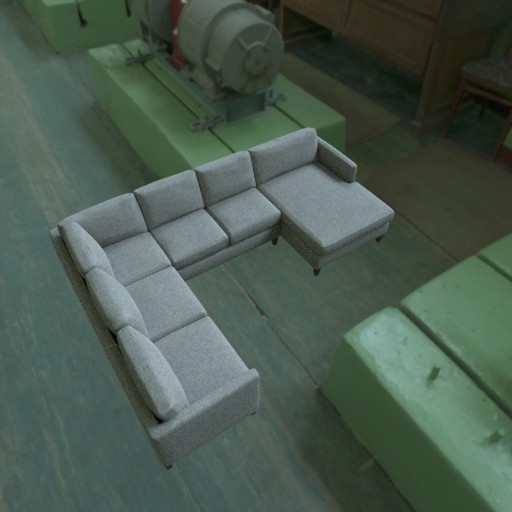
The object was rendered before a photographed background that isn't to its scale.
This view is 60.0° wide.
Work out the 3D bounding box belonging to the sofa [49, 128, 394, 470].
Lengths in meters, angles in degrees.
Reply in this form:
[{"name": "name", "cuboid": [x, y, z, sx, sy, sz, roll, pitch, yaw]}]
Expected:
[{"name": "sofa", "cuboid": [0.000, 0.000, 4.640, 3.460, 0.959, 2.593, -26, 52, -22]}]
